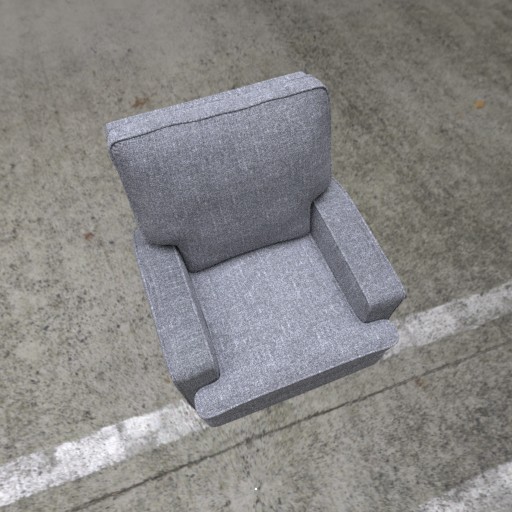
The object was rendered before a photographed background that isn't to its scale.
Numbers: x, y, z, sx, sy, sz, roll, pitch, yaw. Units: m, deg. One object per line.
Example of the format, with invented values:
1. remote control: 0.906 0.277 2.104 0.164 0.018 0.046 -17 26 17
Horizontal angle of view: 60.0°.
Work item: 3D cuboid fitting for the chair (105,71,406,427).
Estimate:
1. chair: 0.000 0.000 1.666 0.861 0.962 0.964 -19 64 -10
